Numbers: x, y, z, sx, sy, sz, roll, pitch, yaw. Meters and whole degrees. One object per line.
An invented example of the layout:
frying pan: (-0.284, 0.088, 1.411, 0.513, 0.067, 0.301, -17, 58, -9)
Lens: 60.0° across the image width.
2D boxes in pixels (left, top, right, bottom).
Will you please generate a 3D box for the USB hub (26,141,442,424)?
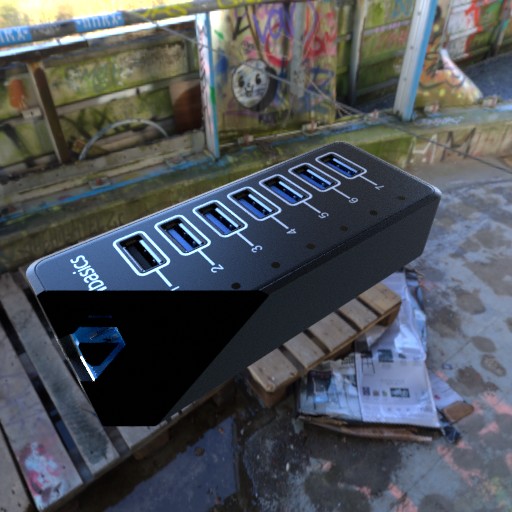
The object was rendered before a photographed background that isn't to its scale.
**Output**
USB hub: (0.000, 0.000, 0.126, 0.110, 0.023, 0.044, -27, 48, -27)
